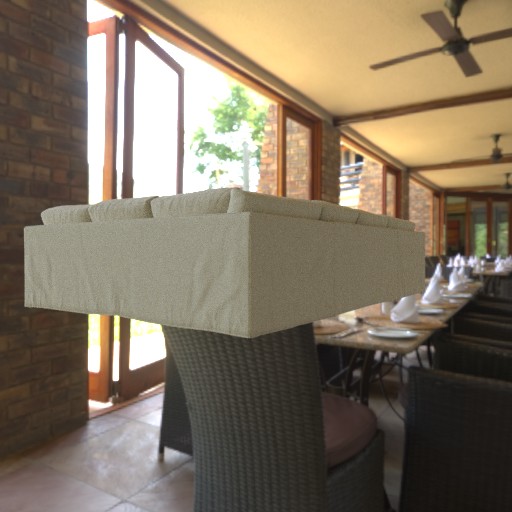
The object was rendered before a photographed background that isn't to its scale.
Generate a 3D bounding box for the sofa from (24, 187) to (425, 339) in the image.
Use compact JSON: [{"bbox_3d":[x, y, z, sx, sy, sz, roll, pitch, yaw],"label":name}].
[{"bbox_3d":[0.000,0.000,4.480,2.448,0.882,3.464,0,1,35],"label":"sofa"}]
